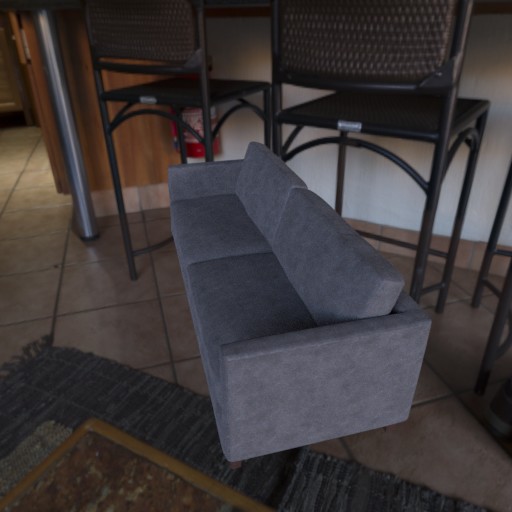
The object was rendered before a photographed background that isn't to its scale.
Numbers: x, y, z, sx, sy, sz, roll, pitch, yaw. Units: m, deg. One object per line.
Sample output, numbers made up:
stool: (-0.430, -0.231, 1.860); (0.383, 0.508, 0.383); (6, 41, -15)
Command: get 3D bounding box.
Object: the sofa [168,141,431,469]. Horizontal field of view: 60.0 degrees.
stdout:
sofa: (0.000, 0.000, 2.927); (0.951, 0.965, 2.434); (-8, 30, -13)
